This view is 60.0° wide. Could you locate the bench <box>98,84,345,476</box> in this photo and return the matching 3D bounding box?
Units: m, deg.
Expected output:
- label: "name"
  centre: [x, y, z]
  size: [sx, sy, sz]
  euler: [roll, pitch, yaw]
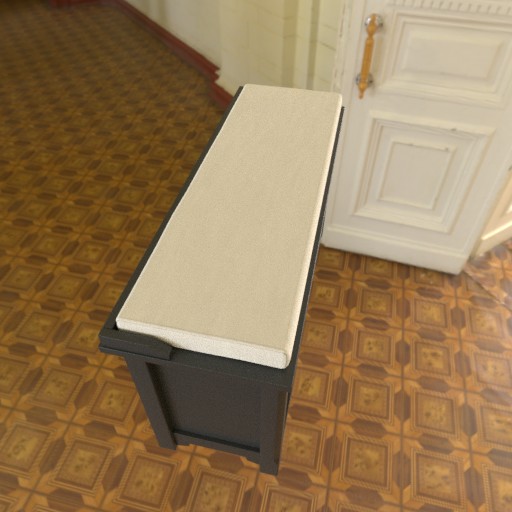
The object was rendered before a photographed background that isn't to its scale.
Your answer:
- label: "bench"
  centre: [0.000, 0.000, 1.236]
  size: [0.345, 0.561, 0.973]
  euler: [9, 47, 9]
